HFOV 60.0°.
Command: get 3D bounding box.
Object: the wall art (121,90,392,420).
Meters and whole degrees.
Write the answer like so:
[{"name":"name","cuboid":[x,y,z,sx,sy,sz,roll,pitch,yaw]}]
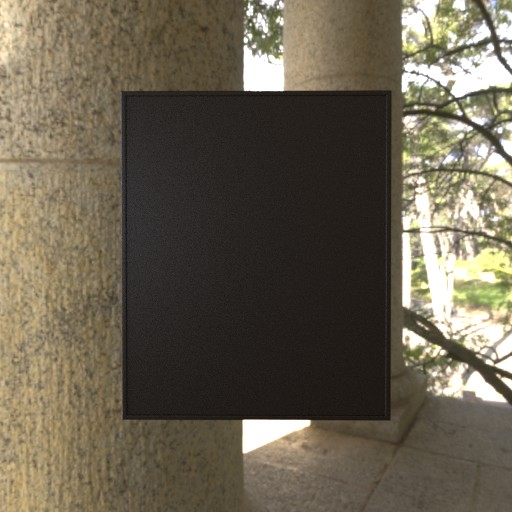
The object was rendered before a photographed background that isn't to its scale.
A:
[{"name":"wall art","cuboid":[0.000,0.000,0.753,0.451,0.551,0.028,0,1,0]}]
